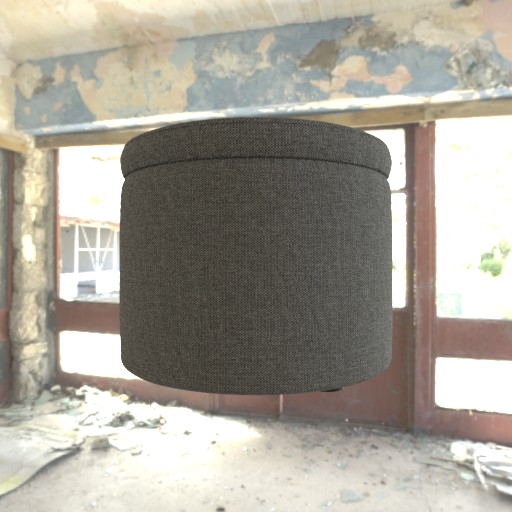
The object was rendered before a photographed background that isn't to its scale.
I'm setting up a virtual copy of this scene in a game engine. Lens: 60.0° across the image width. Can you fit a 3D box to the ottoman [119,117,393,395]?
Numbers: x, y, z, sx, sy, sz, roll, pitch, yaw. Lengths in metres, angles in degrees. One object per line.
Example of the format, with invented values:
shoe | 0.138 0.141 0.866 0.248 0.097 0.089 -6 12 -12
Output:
ottoman | 0.000 0.000 0.883 0.520 0.430 0.520 0 0 0
